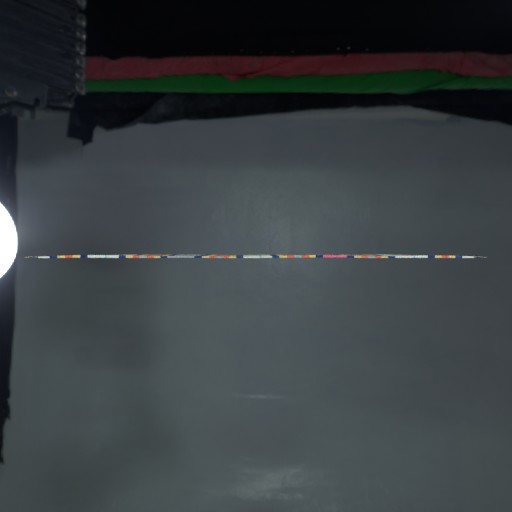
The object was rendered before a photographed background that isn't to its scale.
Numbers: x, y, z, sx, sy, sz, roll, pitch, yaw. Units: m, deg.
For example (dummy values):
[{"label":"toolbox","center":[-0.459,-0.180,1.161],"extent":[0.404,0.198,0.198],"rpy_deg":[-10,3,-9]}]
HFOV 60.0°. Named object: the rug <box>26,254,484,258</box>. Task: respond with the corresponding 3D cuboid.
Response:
[{"label":"rug","center":[0.000,0.000,2.678],"extent":[2.455,0.017,0.695],"rpy_deg":[0,1,-1]}]
